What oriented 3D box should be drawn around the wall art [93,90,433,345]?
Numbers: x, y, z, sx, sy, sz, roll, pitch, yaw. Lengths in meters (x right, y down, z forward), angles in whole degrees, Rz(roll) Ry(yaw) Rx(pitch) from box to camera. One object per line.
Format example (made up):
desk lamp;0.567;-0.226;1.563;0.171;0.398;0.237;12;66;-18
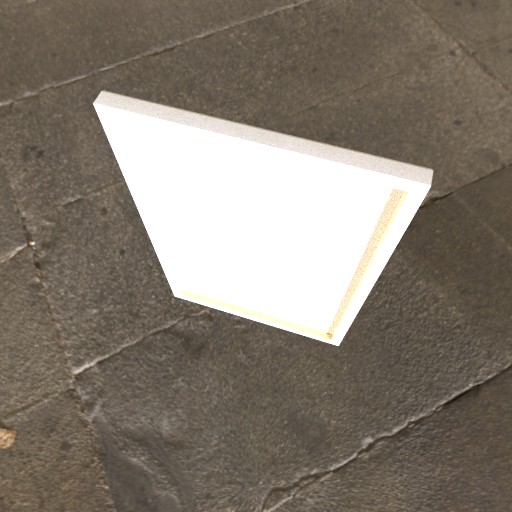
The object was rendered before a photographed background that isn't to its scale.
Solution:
wall art;0.000;0.000;1.174;0.607;0.912;0.038;16;64;8
